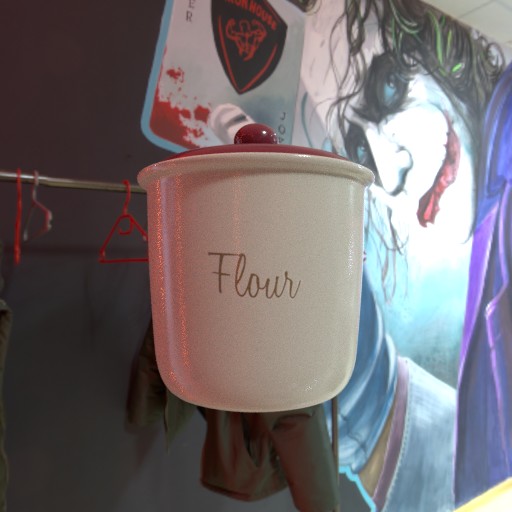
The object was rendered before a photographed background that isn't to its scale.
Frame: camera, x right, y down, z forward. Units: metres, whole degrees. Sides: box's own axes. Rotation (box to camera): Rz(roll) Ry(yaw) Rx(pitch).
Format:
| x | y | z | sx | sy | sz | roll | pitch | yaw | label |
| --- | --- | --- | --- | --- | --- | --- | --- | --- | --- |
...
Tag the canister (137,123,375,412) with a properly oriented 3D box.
| x | y | z | sx | sy | sz | roll | pitch | yaw | label |
| --- | --- | --- | --- | --- | --- | --- | --- | --- | --- |
| 0.000 | 0.000 | 0.350 | 0.182 | 0.208 | 0.182 | 0 | -1 | 0 | canister |
